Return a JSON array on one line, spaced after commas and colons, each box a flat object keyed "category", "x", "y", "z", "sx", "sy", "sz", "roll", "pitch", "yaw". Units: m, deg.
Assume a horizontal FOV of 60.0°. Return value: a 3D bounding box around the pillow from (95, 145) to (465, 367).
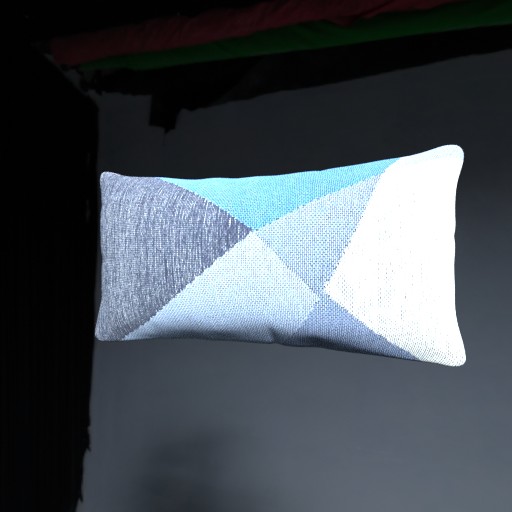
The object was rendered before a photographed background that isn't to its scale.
[{"category": "pillow", "x": 0.000, "y": 0.000, "z": 0.702, "sx": 0.604, "sy": 0.307, "sz": 0.148, "roll": 0, "pitch": 0, "yaw": 18}]
